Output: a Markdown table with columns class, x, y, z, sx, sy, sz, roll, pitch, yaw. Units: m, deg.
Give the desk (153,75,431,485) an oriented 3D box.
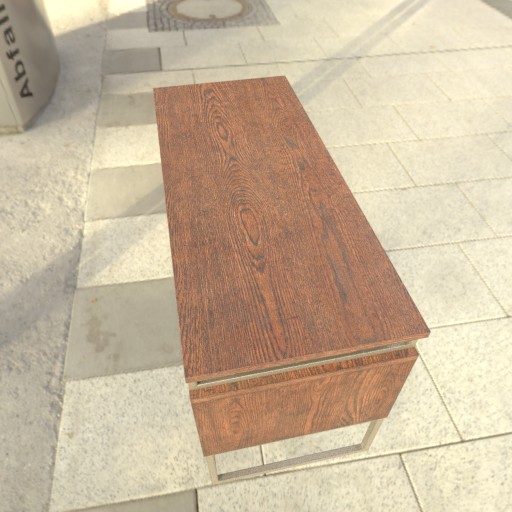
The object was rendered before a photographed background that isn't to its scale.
| class | x | y | z | sx | sy | sz | roll | pitch | yaw |
| --- | --- | --- | --- | --- | --- | --- | --- | --- | --- |
| desk | 0.000 | 0.000 | 1.763 | 0.610 | 0.792 | 1.384 | -9 | 47 | -8 |
